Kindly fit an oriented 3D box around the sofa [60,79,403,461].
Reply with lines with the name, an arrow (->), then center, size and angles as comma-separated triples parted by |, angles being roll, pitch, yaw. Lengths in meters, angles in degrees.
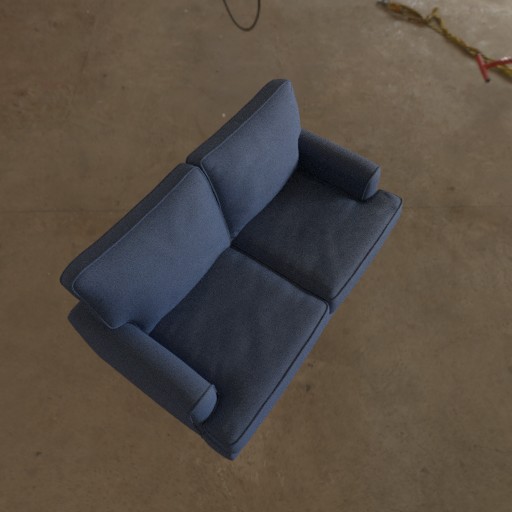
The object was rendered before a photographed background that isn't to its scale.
sofa -> 0.000, 0.000, 2.269 | 0.965, 0.965, 1.651 | 31, 63, 18
